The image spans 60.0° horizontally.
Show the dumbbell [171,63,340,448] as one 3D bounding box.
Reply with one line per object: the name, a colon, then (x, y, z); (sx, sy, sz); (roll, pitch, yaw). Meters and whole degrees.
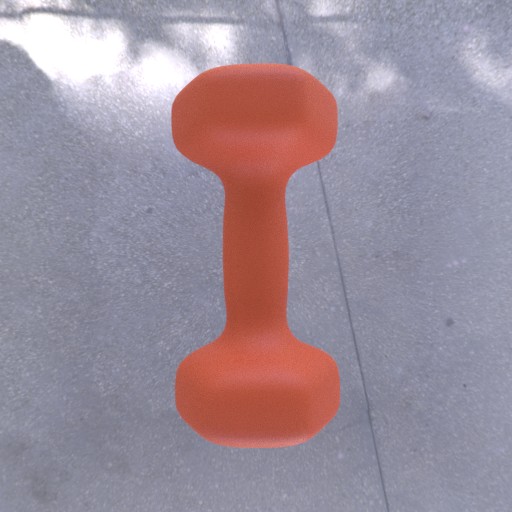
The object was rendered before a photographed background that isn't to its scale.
dumbbell: (0.000, 0.000, 0.207); (0.079, 0.071, 0.162); (0, 91, 0)
